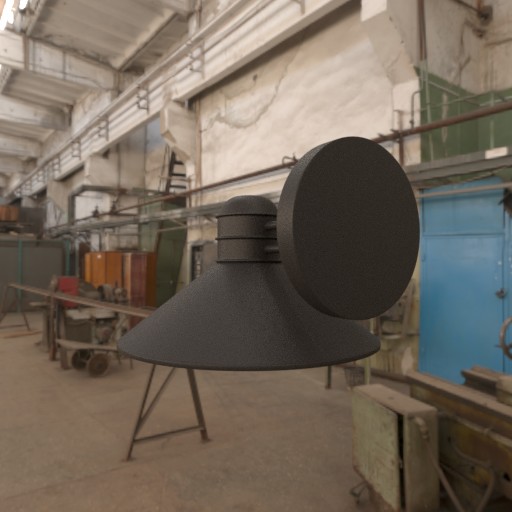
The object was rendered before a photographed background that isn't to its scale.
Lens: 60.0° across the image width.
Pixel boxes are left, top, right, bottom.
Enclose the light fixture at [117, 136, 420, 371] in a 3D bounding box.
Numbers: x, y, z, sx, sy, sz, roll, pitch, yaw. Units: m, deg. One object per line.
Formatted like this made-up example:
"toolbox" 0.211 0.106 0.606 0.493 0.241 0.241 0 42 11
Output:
"light fixture" 0.000 0.000 0.681 0.396 0.265 0.434 1 -1 -34
